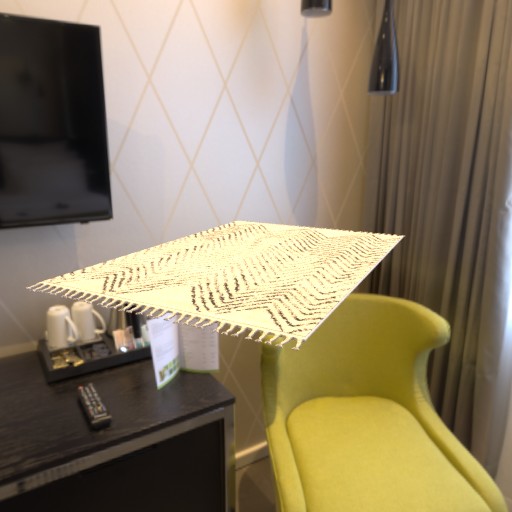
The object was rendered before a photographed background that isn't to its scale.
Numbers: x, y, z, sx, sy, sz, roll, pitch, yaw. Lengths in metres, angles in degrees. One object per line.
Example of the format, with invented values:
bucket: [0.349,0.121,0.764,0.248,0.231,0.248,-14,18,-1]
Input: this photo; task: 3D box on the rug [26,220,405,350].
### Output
rug: [0.000,0.000,2.354,1.230,0.014,1.847,7,16,27]
